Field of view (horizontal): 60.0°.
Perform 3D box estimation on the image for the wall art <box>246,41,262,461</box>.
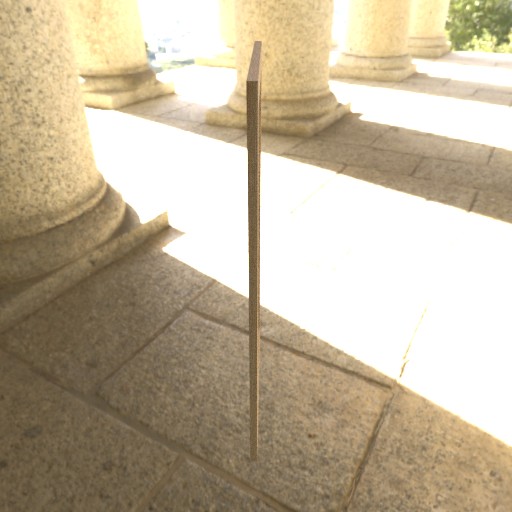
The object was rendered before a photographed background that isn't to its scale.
[{"bbox_3d":[0.000,0.000,0.824,0.013,0.683,0.381,1,32,1],"label":"wall art"}]
